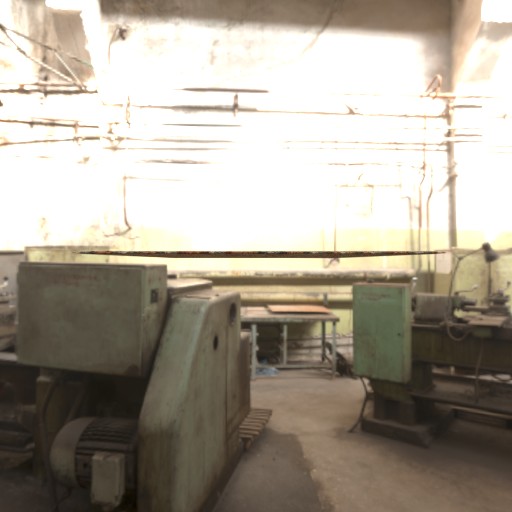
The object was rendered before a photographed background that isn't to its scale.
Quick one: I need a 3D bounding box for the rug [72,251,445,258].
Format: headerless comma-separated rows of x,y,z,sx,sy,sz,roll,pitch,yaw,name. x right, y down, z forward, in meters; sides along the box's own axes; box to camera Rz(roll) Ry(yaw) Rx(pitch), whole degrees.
0.000,0.000,2.409,1.218,0.010,1.997,0,-1,-1,rug
